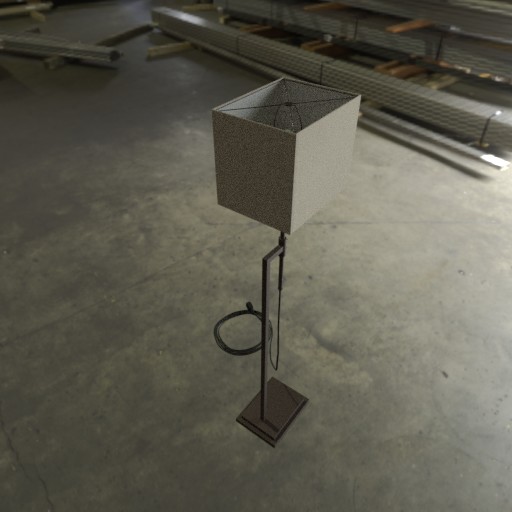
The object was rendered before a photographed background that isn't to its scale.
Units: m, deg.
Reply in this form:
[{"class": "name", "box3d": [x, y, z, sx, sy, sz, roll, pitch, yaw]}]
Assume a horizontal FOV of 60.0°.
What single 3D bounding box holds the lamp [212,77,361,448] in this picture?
[{"class": "lamp", "box3d": [0.000, 0.000, 1.996, 0.774, 1.600, 0.698, 25, 45, 28]}]
